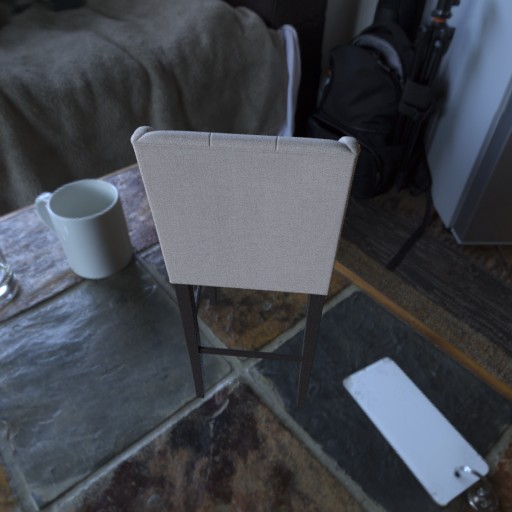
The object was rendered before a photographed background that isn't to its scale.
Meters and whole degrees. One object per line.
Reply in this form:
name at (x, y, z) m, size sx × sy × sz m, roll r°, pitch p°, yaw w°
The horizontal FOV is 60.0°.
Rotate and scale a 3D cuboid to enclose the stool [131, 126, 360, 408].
stool at (0.000, 0.000, 1.388) m, size 0.474 × 1.116 × 0.509 m, roll 4°, pitch 46°, yaw 4°
